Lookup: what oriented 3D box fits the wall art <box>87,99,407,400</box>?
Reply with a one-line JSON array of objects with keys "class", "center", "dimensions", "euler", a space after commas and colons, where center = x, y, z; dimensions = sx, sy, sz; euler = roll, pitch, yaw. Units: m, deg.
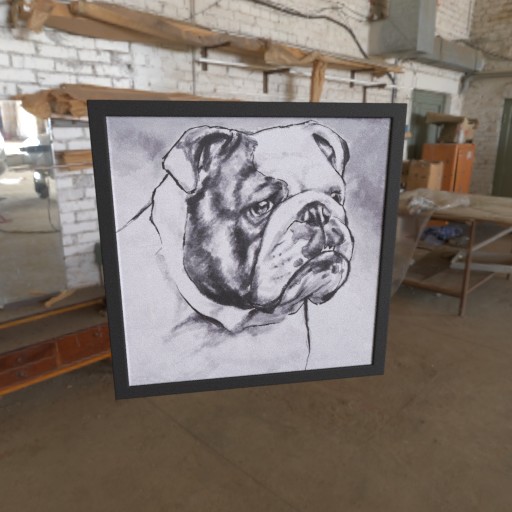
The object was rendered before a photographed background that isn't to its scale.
[{"class": "wall art", "center": [0.000, 0.000, 0.847], "dimensions": [0.562, 0.558, 0.012], "euler": [-3, 16, -9]}]
